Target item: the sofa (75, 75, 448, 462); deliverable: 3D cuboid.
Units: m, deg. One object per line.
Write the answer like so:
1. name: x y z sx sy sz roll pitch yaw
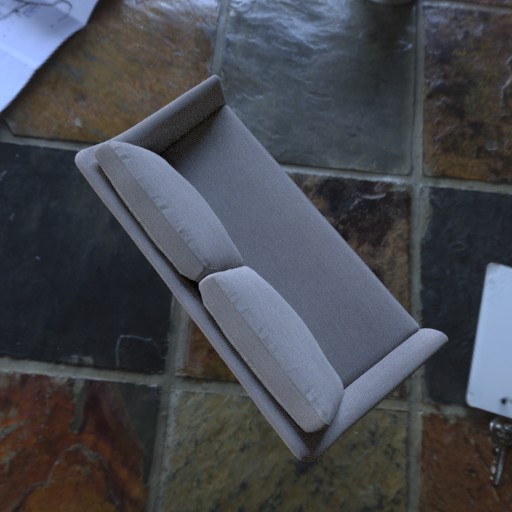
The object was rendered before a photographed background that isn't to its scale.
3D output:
1. sofa: 0.000 0.000 2.561 0.980 0.913 2.036 -38 79 -8
